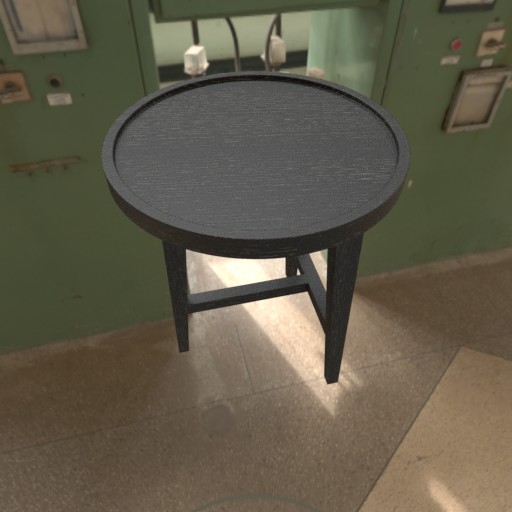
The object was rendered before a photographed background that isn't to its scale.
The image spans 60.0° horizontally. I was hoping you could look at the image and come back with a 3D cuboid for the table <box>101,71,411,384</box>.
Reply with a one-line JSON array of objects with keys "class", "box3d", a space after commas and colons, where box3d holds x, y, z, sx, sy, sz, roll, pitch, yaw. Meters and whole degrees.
[{"class": "table", "box3d": [0.000, 0.000, 0.753, 0.399, 0.460, 0.399, 0, 46, 0]}]
